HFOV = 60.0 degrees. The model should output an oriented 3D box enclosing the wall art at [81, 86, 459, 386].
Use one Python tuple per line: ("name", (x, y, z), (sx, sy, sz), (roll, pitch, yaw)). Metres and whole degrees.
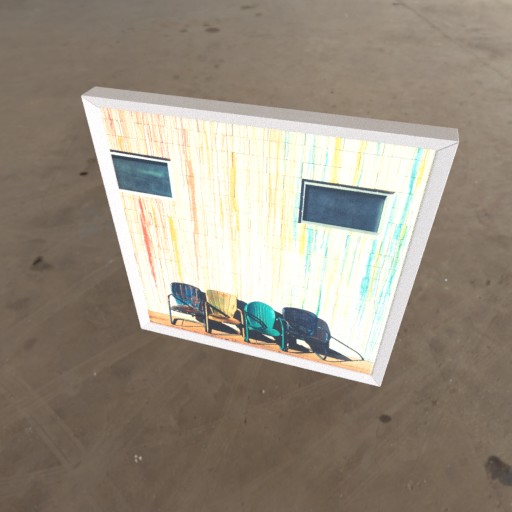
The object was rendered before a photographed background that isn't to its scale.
("wall art", (0.000, 0.000, 0.753), (0.508, 0.508, 0.037), (11, 42, 12))
